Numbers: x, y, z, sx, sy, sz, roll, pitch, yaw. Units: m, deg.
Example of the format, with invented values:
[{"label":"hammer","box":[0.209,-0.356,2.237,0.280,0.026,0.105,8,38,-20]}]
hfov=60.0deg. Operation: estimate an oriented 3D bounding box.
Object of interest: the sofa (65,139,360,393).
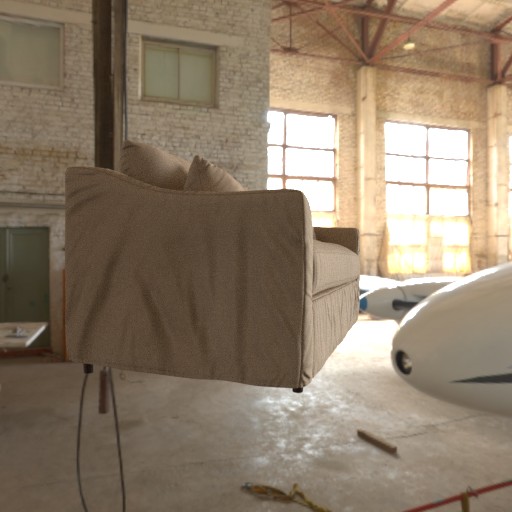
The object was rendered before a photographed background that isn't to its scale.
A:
[{"label":"sofa","box":[0.000,0.000,2.636,1.072,1.018,2.010,0,0,19]}]
